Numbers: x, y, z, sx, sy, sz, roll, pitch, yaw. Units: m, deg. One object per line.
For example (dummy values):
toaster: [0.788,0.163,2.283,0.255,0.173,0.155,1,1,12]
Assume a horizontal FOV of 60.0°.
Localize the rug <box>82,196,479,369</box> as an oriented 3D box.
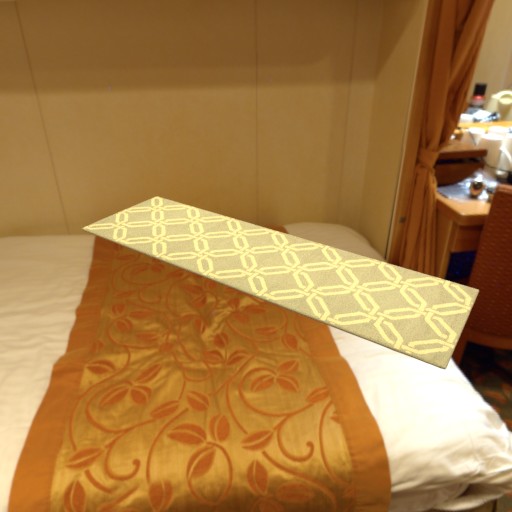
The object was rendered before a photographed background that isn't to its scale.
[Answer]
rug: [0.000,0.000,2.558,2.276,0.014,0.678,18,34,29]
